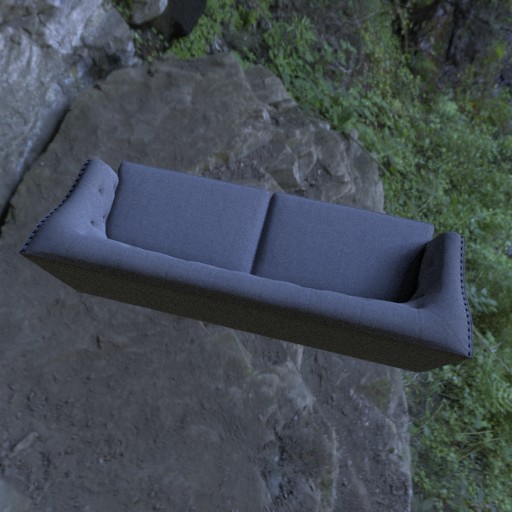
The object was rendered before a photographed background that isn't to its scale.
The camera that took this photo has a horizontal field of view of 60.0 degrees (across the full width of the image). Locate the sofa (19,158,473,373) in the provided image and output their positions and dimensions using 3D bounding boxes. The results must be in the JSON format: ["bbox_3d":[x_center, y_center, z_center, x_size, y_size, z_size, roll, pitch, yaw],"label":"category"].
[{"bbox_3d":[0.000,0.000,2.652,2.235,0.901,0.914,12,65,6],"label":"sofa"}]
